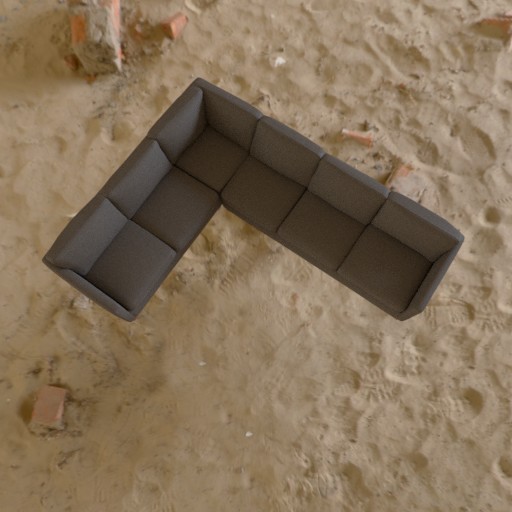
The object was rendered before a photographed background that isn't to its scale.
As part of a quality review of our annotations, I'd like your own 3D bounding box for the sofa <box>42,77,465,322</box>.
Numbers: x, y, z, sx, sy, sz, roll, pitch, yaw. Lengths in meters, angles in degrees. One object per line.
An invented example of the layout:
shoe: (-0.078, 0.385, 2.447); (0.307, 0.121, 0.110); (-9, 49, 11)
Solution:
sofa: (0.000, 0.000, 4.513); (3.302, 0.947, 2.593); (33, 77, 9)
